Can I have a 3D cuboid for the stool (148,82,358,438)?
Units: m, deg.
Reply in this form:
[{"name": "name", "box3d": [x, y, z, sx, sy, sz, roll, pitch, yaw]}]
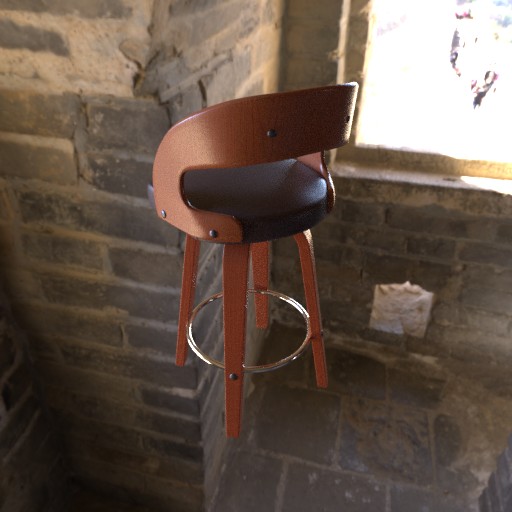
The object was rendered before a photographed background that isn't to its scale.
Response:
[{"name": "stool", "box3d": [0.000, 0.000, 1.206, 0.457, 0.940, 0.457, -19, 36, -29]}]
